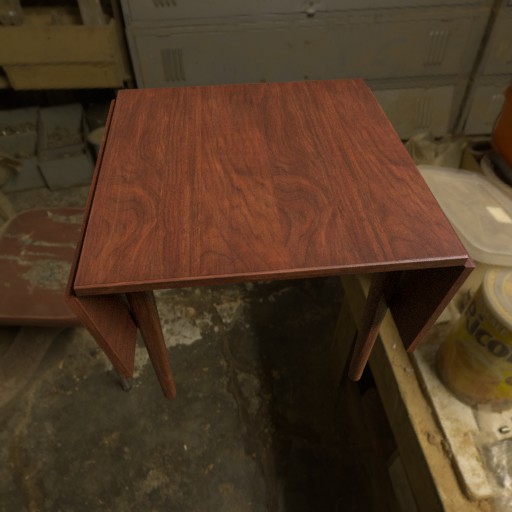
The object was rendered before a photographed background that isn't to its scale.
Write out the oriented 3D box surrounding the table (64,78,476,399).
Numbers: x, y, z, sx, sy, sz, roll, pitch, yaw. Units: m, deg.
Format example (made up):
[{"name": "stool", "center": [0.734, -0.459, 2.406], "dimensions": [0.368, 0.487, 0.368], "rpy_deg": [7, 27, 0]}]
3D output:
[{"name": "table", "center": [0.000, 0.000, 1.426], "dimensions": [0.843, 0.763, 0.812], "rpy_deg": [-4, 47, -4]}]
